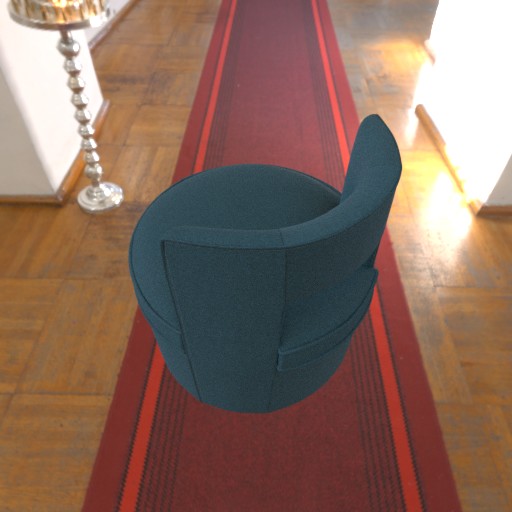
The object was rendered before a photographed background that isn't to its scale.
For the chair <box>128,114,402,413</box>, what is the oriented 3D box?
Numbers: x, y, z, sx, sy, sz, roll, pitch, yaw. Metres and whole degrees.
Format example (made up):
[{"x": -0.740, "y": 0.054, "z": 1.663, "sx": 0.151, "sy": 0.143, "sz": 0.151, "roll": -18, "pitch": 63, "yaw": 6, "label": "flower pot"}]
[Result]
[{"x": 0.000, "y": 0.000, "z": 1.237, "sx": 0.684, "sy": 0.711, "sz": 0.660, "roll": -34, "pitch": 55, "yaw": -28, "label": "chair"}]
